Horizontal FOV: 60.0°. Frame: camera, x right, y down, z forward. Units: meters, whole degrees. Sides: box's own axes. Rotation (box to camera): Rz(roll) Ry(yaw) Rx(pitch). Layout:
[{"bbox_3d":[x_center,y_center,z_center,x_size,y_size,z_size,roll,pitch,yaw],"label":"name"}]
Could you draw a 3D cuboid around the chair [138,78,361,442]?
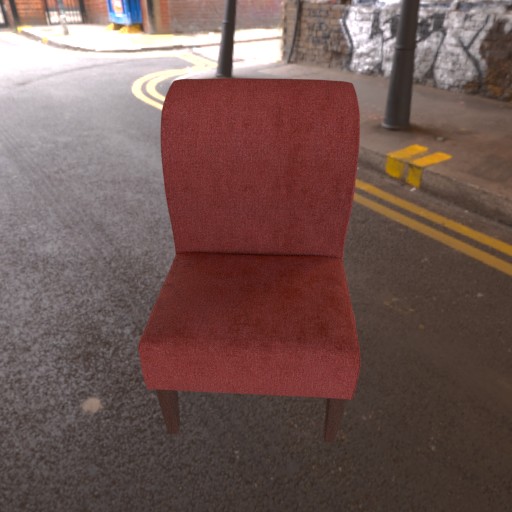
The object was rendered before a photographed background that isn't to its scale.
[{"bbox_3d":[0.000,0.000,1.254,0.538,0.846,0.640,2,32,3],"label":"chair"}]
